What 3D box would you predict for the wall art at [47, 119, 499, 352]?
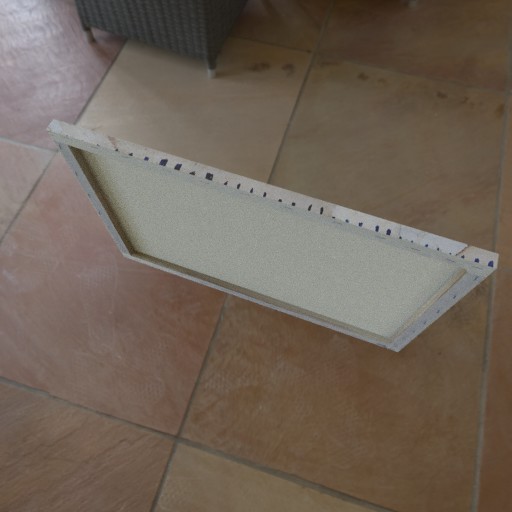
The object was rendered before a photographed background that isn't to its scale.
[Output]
[{"bbox_3d":[0.000,0.000,1.407,1.143,0.757,0.038,18,65,9],"label":"wall art"}]
